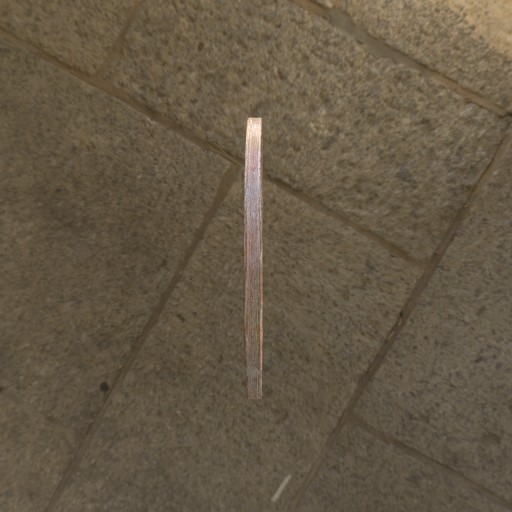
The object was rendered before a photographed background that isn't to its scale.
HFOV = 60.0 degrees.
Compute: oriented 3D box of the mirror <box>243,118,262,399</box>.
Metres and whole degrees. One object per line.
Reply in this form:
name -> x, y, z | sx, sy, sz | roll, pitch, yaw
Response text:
mirror -> 0.000, 0.000, 1.215 | 0.032, 0.920, 0.660 | 0, 92, 1
